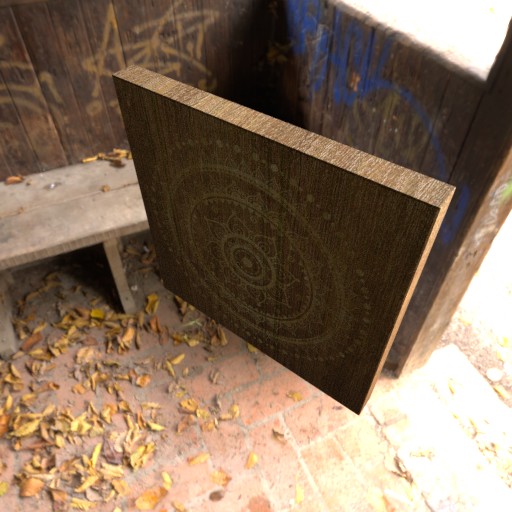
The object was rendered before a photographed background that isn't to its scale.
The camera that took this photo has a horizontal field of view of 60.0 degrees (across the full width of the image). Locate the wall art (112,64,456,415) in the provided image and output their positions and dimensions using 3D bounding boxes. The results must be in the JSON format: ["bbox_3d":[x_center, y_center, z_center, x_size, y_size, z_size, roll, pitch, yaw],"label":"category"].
[{"bbox_3d":[0.000,0.000,0.601,0.406,0.403,0.039,29,53,24],"label":"wall art"}]
